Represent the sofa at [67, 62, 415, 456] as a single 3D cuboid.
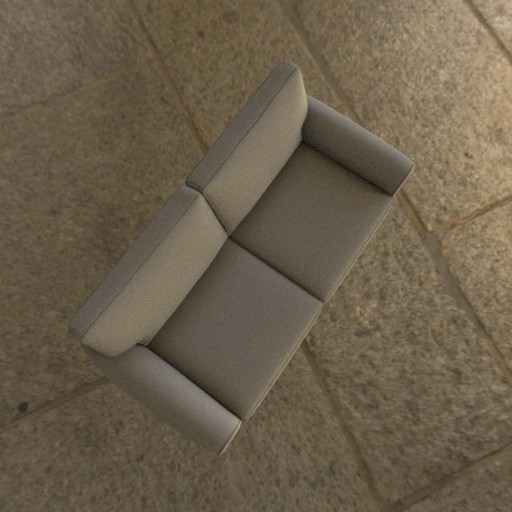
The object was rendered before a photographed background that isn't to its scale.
[{"bbox_3d":[0.000,0.000,2.458,0.940,0.952,1.930,34,78,9],"label":"sofa"}]
